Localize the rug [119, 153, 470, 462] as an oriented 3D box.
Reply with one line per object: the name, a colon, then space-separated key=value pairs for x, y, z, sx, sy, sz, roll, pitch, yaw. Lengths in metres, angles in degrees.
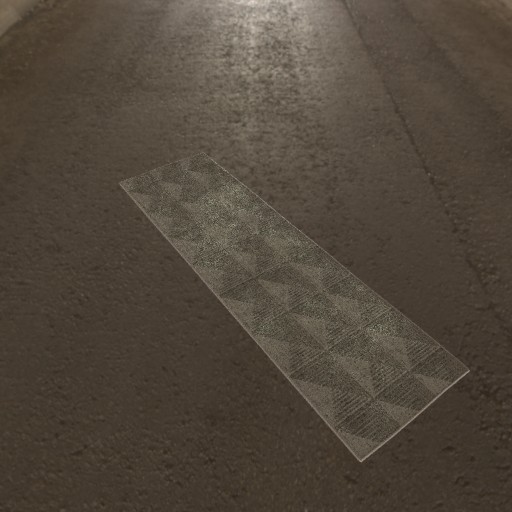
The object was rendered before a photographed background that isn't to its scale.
rug: x=0.000 y=0.000 z=2.351 sx=0.645 sy=0.015 sz=2.182 roll=-26 pitch=49 yaw=-25
